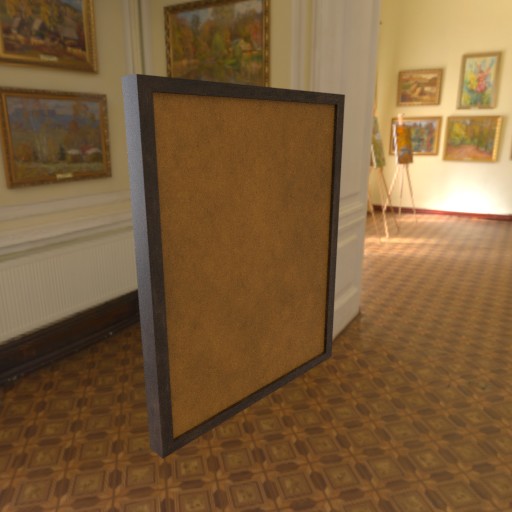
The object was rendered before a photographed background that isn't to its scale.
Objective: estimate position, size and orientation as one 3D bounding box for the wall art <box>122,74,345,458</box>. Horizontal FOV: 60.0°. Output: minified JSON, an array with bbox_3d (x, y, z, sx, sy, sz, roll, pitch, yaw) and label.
[{"bbox_3d":[0.000,0.000,0.569,0.027,0.406,0.329,15,22,42],"label":"wall art"}]
